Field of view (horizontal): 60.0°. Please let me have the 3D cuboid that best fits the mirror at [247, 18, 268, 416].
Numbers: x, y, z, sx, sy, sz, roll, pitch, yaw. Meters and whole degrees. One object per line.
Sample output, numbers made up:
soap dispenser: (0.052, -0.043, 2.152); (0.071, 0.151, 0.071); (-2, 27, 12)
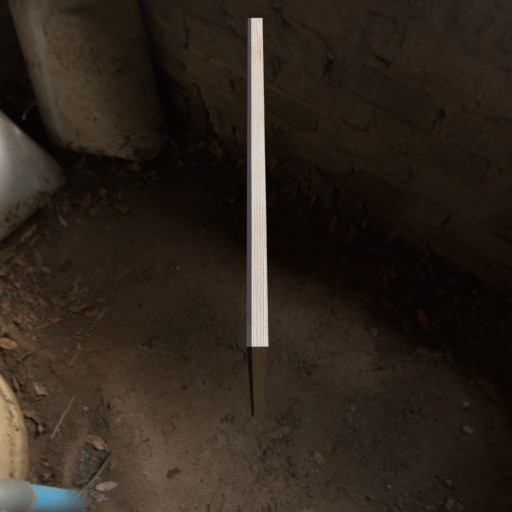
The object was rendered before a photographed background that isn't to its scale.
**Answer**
mirror: (0.000, 0.000, 1.208); (0.032, 0.882, 0.730); (0, 64, 0)
